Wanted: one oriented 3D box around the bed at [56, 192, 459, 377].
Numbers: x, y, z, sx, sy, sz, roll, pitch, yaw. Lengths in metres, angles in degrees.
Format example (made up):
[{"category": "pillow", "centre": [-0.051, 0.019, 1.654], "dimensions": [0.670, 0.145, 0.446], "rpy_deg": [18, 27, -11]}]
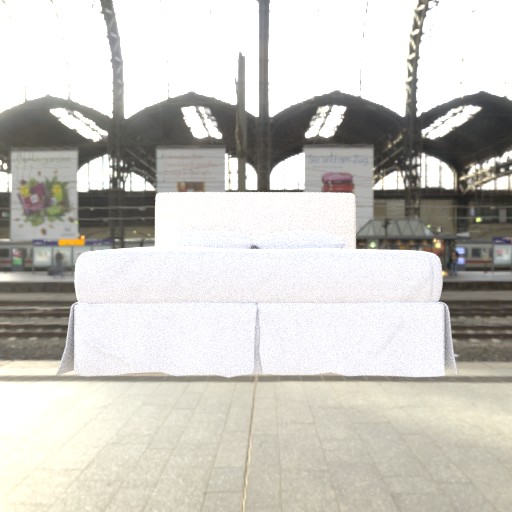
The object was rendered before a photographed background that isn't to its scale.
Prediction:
[{"category": "bed", "centre": [0.000, 0.000, 3.450], "dimensions": [2.119, 1.317, 2.341], "rpy_deg": [0, 0, -1]}]
